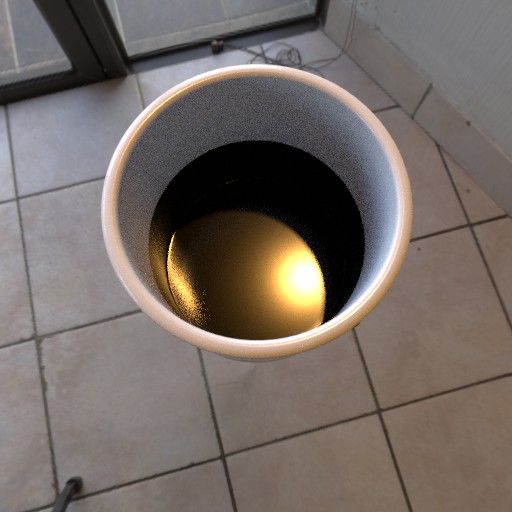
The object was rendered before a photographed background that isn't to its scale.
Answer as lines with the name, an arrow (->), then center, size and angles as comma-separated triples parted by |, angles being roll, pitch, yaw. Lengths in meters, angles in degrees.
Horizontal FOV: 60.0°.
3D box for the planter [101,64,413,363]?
planter -> 0.000, 0.000, 0.631 | 0.310, 0.432, 0.310 | -33, 78, -8
